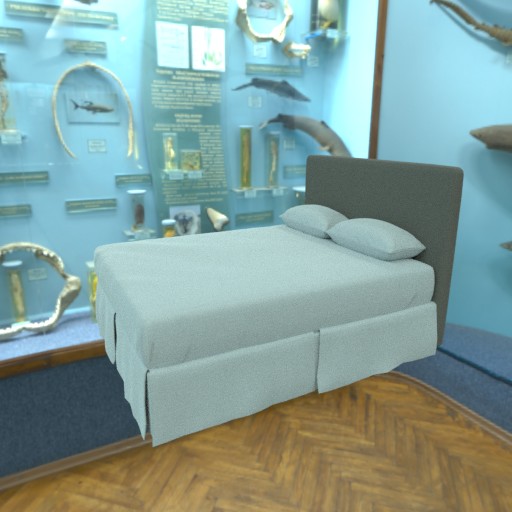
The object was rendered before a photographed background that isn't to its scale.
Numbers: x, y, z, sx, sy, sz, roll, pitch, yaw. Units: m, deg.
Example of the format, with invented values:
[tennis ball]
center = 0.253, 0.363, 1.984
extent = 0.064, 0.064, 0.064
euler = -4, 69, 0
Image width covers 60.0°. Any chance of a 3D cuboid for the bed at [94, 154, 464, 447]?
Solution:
[bed]
center = 0.000, 0.000, 3.226
extent = 2.142, 1.330, 1.748
euler = -8, 18, -26
